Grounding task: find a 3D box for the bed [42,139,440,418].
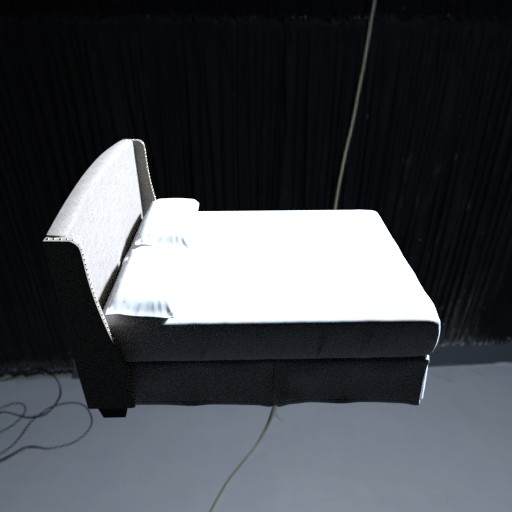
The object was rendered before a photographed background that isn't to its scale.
[{"bbox_3d":[0.000,0.000,3.264,2.237,1.407,1.710,-1,31,-1],"label":"bed"}]
